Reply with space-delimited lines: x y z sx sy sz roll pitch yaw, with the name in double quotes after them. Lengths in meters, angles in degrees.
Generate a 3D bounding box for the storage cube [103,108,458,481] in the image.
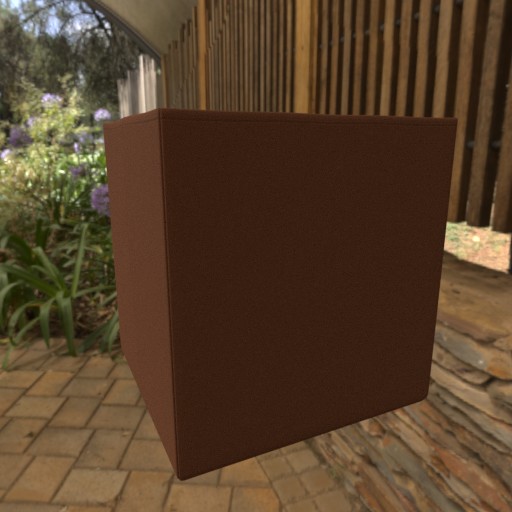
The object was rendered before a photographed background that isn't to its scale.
0.000 0.000 0.480 0.270 0.280 0.270 -7 16 -25 "storage cube"
